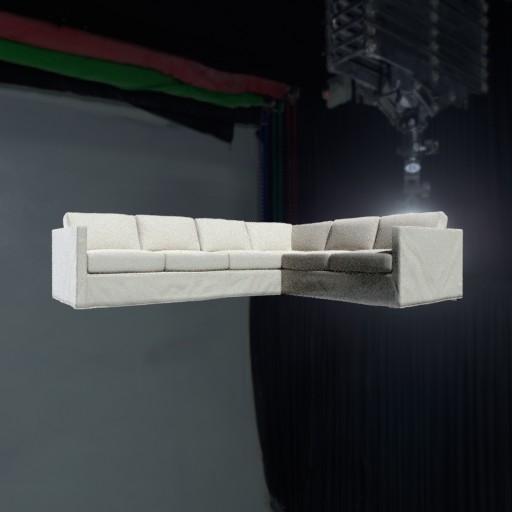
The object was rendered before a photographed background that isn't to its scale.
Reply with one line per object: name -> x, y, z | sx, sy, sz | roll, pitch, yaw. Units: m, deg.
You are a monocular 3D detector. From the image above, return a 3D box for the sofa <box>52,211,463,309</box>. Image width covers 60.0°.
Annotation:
sofa -> 0.000, 0.000, 4.282 | 3.182, 0.871, 2.432 | 0, 0, -37
